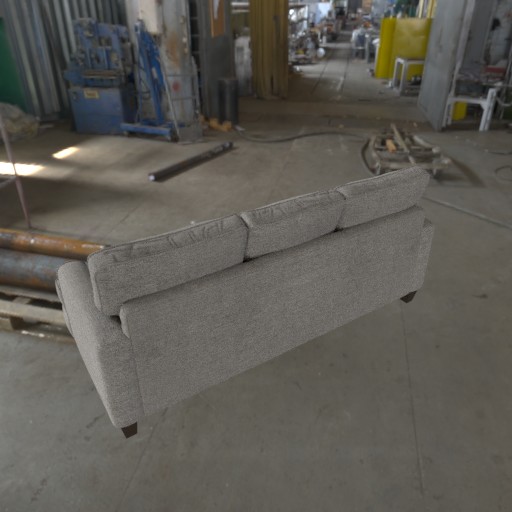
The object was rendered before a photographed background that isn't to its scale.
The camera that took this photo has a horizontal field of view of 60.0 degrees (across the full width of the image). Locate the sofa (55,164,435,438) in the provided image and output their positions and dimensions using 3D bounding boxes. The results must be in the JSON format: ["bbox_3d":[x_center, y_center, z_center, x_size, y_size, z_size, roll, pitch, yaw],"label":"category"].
[{"bbox_3d":[0.000,0.000,2.682,2.158,0.965,0.951,-18,35,-29],"label":"sofa"}]
